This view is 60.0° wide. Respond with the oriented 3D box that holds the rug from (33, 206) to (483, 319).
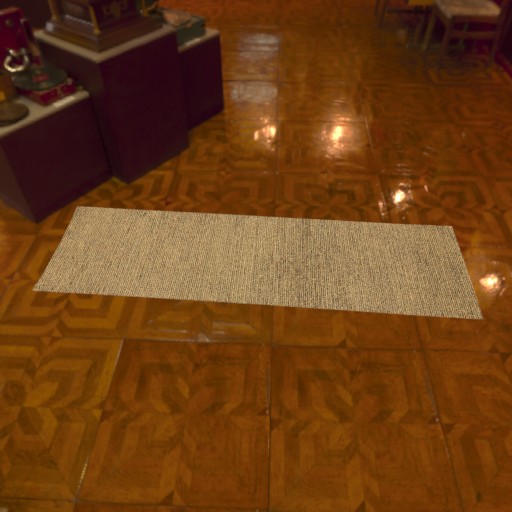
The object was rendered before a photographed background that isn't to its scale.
[{"bbox_3d":[0.000,0.000,2.508,2.335,0.013,0.697,3,46,3],"label":"rug"}]
